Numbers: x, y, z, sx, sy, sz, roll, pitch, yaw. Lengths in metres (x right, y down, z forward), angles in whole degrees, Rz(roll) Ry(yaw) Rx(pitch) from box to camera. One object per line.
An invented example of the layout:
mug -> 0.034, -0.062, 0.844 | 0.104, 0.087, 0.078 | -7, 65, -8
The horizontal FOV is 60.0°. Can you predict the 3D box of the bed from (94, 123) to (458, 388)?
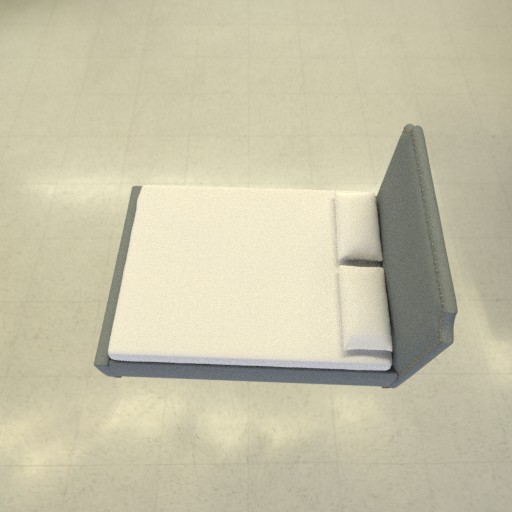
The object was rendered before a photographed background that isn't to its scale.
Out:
bed -> 0.000, 0.000, 3.455 | 2.372, 1.443, 1.712 | 2, 61, 1
